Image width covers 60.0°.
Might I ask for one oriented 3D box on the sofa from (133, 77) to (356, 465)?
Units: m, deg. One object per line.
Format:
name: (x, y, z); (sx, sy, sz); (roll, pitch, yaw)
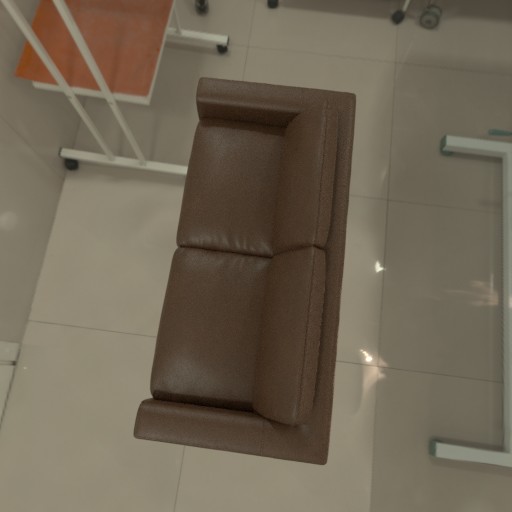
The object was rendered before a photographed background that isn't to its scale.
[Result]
sofa: (0.000, 0.000, 2.776); (1.070, 0.801, 2.262); (7, 75, 2)
